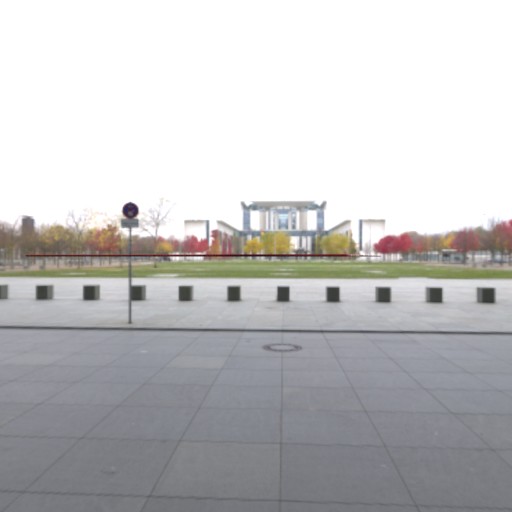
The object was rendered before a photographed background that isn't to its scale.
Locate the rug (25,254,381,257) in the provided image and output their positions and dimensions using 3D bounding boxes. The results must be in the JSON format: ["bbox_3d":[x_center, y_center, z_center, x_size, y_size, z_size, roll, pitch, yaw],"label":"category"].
[{"bbox_3d":[0.000,0.000,3.035,1.535,0.010,2.431,0,0,19],"label":"rug"}]
